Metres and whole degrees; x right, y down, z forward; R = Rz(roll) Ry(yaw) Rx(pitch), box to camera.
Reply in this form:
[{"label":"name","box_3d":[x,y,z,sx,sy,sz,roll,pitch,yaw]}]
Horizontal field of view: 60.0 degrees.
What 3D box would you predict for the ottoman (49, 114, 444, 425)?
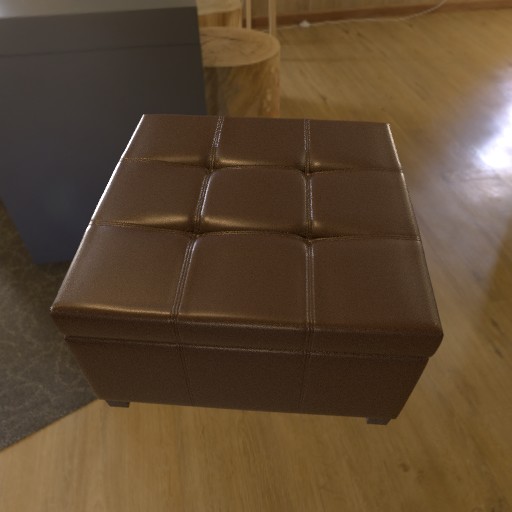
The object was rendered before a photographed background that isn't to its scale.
[{"label":"ottoman","box_3d":[0.000,0.000,1.275,0.788,0.460,0.787,3,47,3]}]
